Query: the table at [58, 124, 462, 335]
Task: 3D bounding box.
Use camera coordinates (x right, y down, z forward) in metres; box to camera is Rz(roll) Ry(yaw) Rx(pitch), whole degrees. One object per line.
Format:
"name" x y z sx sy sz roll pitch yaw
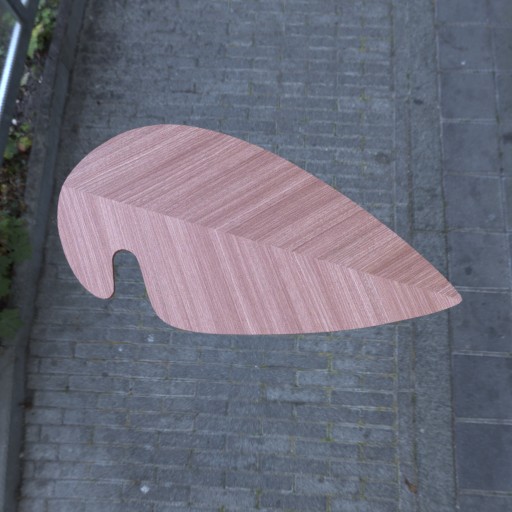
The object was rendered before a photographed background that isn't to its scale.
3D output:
"table" 0.000 0.000 1.451 1.199 0.360 0.598 16 77 4
